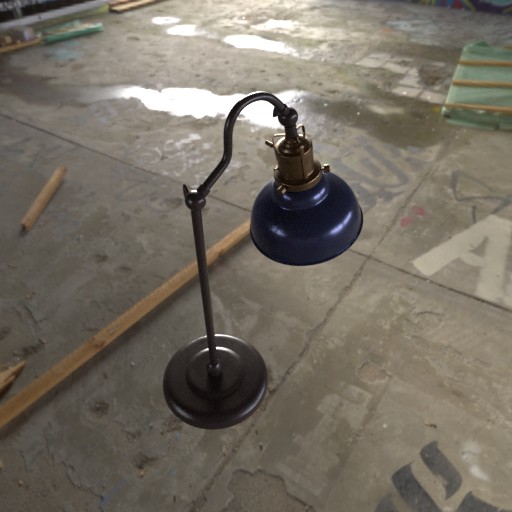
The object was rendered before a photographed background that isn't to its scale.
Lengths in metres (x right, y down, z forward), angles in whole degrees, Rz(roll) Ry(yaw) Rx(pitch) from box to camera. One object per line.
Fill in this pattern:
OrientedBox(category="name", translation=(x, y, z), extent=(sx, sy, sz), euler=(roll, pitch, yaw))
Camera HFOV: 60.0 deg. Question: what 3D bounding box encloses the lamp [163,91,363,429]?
OrientedBox(category="lamp", translation=(0.000, 0.000, 0.684), extent=(0.374, 0.508, 0.192), euler=(-26, 48, -27))
